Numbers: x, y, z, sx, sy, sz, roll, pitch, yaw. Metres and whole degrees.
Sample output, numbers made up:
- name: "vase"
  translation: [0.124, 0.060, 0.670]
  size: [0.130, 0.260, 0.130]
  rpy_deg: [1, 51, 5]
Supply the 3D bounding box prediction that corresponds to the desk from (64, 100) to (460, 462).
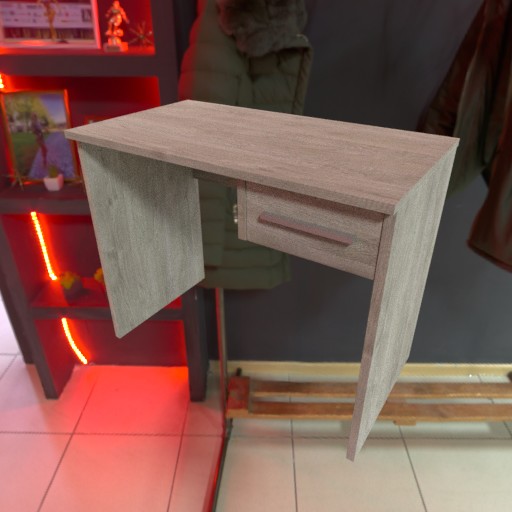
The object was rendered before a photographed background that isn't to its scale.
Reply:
- name: "desk"
  translation: [0.000, 0.000, 1.323]
  size: [0.893, 0.724, 0.498]
  rpy_deg: [18, 35, 28]
